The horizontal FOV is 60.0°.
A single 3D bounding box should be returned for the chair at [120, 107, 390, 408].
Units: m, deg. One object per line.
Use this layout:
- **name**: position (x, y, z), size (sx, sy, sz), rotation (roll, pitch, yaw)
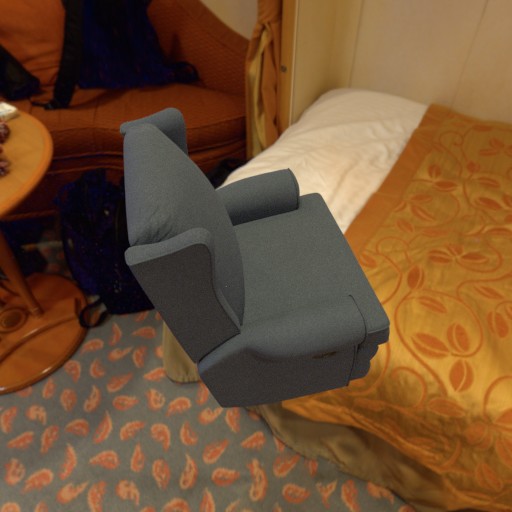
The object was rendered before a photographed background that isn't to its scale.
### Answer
- **chair**: position (0.000, 0.000, 1.799), size (0.877, 1.020, 0.971), rotation (-10, 47, -9)
